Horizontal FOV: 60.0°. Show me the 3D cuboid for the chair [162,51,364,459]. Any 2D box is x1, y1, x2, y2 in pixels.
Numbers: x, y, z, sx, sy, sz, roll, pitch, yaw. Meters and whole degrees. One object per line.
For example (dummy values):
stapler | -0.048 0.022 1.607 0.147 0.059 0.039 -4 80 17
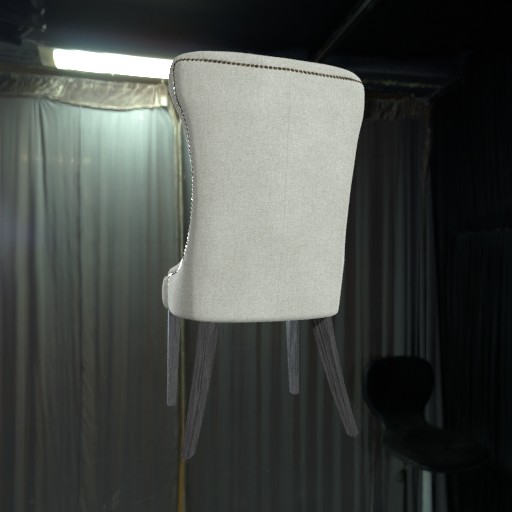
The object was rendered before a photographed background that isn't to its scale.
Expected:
chair | 0.000 0.000 1.417 0.584 1.065 0.590 0 0 -17
